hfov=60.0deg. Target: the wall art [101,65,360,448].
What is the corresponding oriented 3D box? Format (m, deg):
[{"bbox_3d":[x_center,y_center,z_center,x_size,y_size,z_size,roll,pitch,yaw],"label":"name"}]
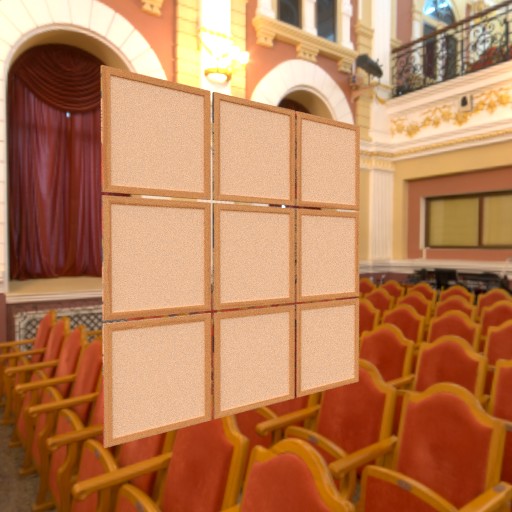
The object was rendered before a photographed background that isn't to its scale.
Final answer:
[{"bbox_3d":[0.000,0.000,1.765,1.206,1.218,0.013,-1,1,-36],"label":"wall art"}]
